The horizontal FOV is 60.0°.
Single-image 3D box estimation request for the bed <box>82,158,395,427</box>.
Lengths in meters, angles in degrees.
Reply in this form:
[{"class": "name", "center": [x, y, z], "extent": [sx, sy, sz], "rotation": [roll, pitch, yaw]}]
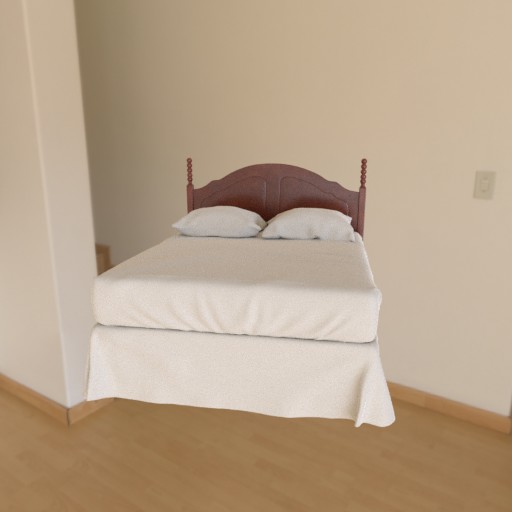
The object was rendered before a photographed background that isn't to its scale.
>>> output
[{"class": "bed", "center": [0.000, 0.000, 3.230], "extent": [1.873, 1.356, 2.040], "rotation": [2, 14, 10]}]
